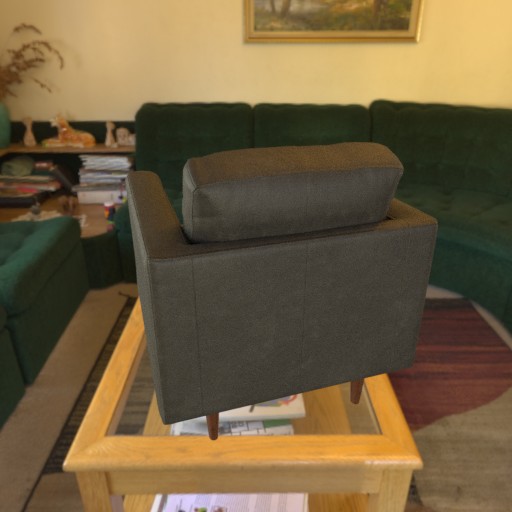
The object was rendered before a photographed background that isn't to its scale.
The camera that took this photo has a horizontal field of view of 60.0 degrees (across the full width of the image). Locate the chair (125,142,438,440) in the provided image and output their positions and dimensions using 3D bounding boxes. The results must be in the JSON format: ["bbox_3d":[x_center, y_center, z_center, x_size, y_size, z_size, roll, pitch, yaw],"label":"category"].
[{"bbox_3d":[0.000,0.000,1.595,0.831,0.898,0.879,-8,26,-16],"label":"chair"}]
